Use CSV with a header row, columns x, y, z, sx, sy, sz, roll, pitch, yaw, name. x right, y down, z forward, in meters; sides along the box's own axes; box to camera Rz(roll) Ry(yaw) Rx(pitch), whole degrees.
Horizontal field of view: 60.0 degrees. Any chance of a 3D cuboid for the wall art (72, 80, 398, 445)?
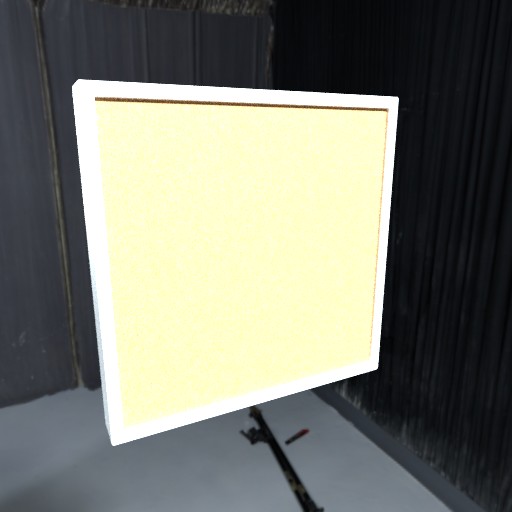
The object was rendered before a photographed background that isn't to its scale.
x,y,z,sx,sy,sz,roll,pitch,yaw,name
0.000,0.000,0.437,0.305,0.305,0.038,-7,16,-26,wall art
